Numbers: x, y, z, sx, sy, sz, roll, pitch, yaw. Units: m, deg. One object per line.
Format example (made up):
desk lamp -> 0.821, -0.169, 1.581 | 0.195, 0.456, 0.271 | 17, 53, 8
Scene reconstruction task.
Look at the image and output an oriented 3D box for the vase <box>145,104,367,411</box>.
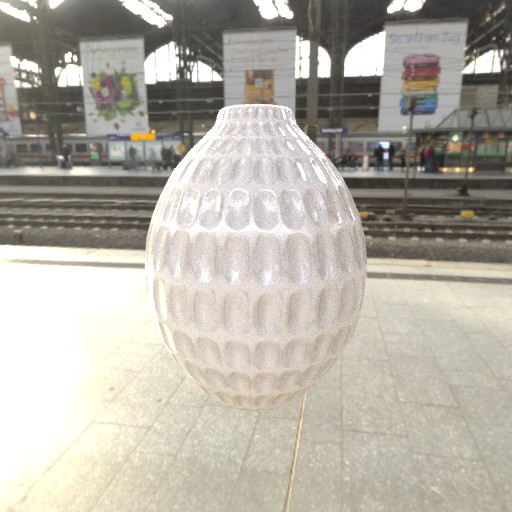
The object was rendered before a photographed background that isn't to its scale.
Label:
vase -> 0.000, 0.000, 0.262 | 0.128, 0.167, 0.128 | 0, 13, 0
